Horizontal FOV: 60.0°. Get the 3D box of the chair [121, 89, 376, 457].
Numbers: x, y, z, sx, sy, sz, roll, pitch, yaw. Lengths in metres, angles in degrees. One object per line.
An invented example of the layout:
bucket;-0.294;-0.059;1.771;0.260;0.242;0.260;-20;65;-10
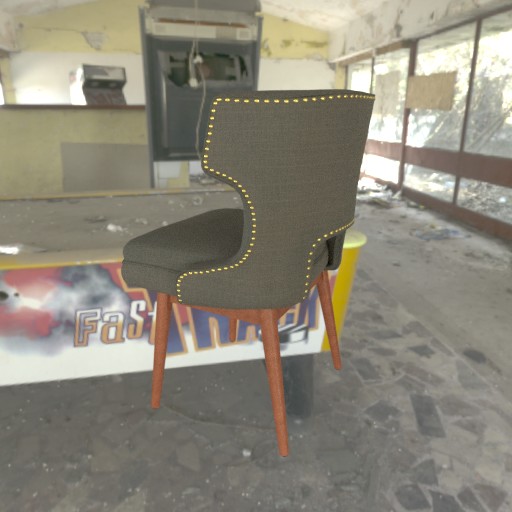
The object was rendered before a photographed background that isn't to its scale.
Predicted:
chair;0.000;0.000;1.247;0.581;0.863;0.595;9;20;26
